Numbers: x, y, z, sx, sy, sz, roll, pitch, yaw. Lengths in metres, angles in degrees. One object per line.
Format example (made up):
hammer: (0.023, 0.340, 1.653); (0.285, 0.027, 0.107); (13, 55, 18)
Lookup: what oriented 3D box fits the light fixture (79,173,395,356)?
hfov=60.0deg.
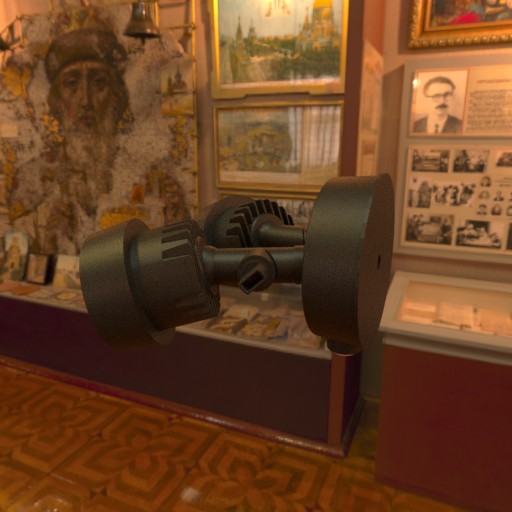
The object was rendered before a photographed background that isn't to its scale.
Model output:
light fixture: (0.000, 0.000, 0.310); (0.168, 0.120, 0.213); (7, 16, 25)
